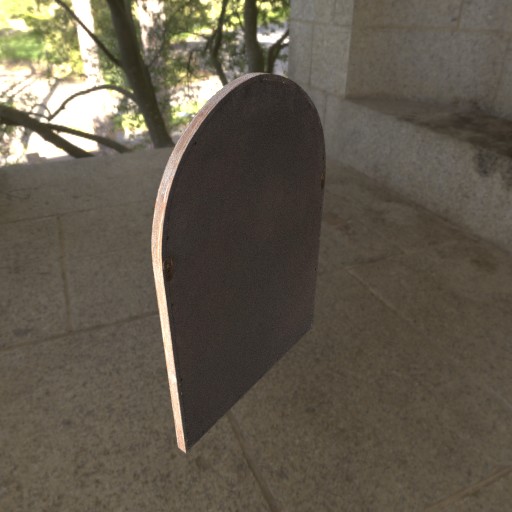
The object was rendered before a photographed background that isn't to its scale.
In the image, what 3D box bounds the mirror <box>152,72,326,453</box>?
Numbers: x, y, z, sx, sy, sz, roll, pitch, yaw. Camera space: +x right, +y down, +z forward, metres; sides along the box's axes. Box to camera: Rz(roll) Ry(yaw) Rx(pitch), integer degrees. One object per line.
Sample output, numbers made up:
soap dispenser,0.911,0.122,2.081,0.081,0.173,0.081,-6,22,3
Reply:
mirror,0.000,0.000,1.197,0.032,0.920,0.660,21,37,31
